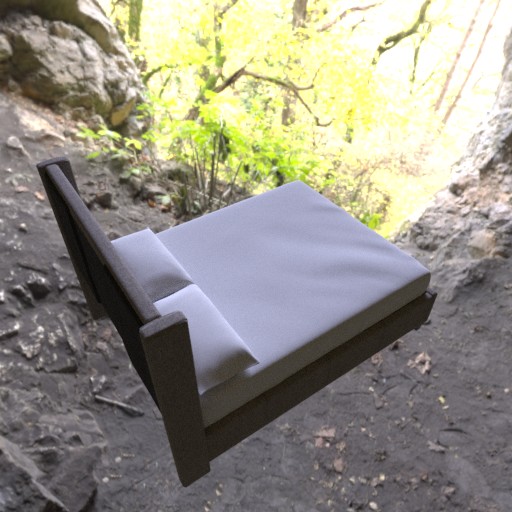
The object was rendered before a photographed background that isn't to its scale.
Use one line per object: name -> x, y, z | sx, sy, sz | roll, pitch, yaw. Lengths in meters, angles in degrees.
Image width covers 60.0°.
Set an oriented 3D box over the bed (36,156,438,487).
bed -> 0.000, 0.000, 3.249 | 2.245, 1.476, 1.714 | -24, 47, -25
